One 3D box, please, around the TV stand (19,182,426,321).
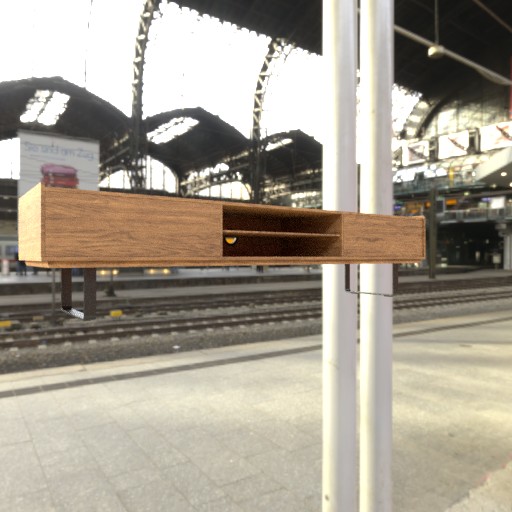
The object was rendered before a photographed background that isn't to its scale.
[{"bbox_3d":[0.000,0.000,1.947,1.796,0.415,0.467,0,0,-35],"label":"TV stand"}]
